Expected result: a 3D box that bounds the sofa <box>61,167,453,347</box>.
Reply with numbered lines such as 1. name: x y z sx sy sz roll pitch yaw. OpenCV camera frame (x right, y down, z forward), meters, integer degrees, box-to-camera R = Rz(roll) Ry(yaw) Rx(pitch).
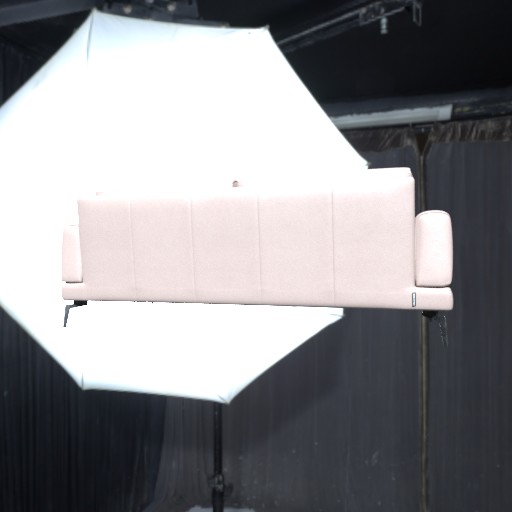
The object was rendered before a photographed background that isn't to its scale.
1. sofa: 0.000 0.000 2.457 1.940 0.765 0.974 -1 -2 18
